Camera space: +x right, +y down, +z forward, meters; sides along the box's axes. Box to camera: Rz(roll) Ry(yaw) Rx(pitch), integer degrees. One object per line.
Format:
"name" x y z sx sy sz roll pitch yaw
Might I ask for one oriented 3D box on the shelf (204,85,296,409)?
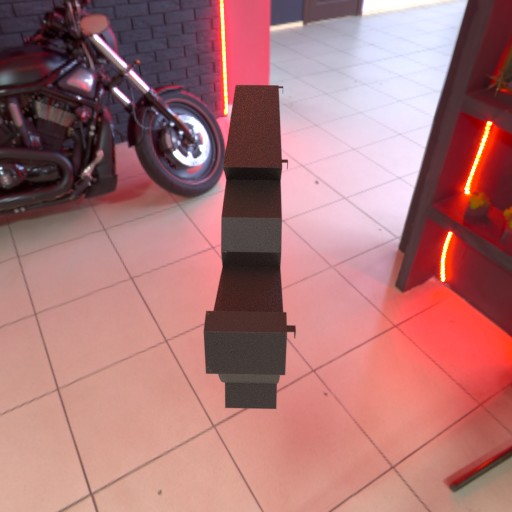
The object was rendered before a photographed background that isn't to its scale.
"shelf" 0.000 0.000 0.920 0.112 0.439 0.729 1 41 1
